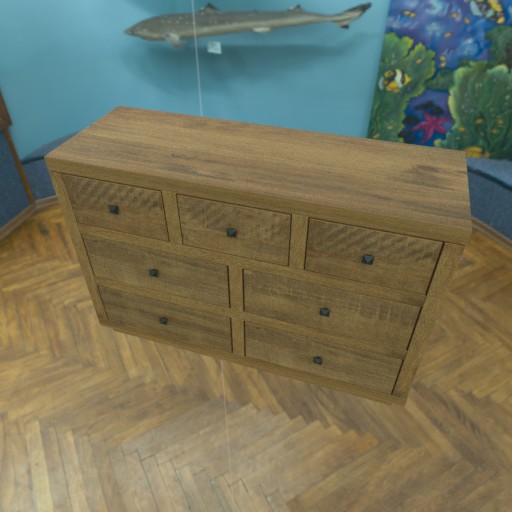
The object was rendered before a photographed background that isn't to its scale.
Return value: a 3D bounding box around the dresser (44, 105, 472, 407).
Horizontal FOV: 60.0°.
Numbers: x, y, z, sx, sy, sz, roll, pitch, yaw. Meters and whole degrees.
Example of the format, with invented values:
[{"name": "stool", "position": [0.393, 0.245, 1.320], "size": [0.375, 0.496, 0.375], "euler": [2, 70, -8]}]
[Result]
[{"name": "dresser", "position": [0.000, 0.000, 1.657], "size": [1.261, 0.825, 0.479], "euler": [12, 41, 14]}]
